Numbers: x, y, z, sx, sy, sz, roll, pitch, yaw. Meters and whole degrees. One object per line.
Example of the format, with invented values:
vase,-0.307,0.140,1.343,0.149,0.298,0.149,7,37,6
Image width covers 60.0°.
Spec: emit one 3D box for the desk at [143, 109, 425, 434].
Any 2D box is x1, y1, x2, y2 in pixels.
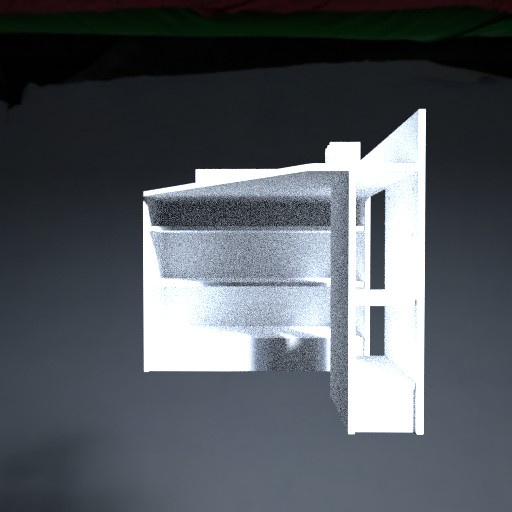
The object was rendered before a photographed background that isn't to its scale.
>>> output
desk,0.000,0.000,1.698,0.940,0.986,0.940,0,1,1
